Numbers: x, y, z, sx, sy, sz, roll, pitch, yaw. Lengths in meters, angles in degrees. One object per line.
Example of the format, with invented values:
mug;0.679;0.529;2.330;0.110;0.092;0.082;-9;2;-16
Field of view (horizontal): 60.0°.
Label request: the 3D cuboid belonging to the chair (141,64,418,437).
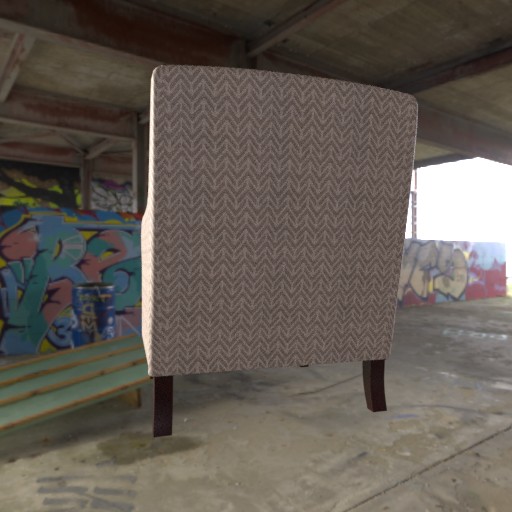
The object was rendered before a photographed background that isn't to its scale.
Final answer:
chair;0.000;0.000;1.276;0.623;0.816;0.651;0;0;-16
